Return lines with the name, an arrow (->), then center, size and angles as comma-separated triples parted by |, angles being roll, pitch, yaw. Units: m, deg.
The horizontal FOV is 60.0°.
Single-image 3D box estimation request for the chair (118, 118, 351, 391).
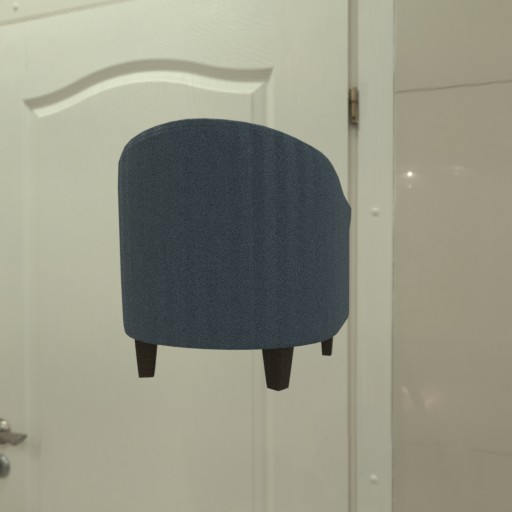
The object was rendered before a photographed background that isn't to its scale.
chair -> 0.000, 0.000, 1.802 | 0.756, 0.757, 1.288 | 0, 1, 17
